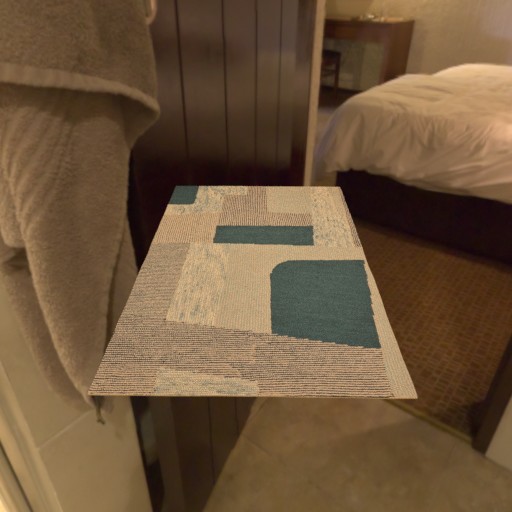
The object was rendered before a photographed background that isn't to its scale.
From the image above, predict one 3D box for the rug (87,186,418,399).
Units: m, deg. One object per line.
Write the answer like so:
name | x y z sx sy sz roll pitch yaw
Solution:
rug | 0.000 0.000 3.064 1.521 0.015 2.436 0 32 1
